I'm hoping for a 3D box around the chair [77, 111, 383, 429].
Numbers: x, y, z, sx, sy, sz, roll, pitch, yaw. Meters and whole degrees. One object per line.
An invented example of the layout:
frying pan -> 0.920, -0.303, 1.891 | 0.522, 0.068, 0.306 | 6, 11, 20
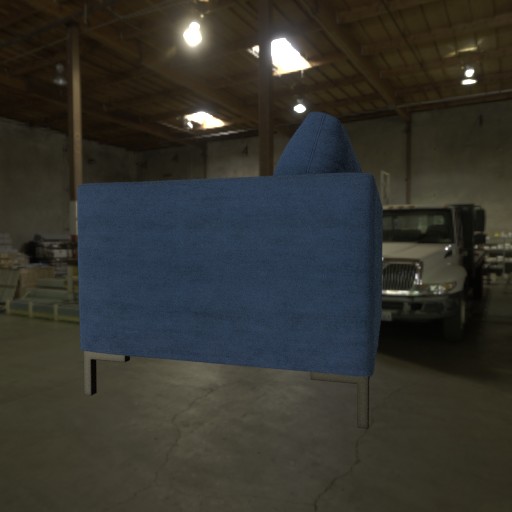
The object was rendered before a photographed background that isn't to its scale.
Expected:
chair -> 0.000, 0.000, 1.626 | 0.875, 0.812, 0.964 | 1, 2, 17
